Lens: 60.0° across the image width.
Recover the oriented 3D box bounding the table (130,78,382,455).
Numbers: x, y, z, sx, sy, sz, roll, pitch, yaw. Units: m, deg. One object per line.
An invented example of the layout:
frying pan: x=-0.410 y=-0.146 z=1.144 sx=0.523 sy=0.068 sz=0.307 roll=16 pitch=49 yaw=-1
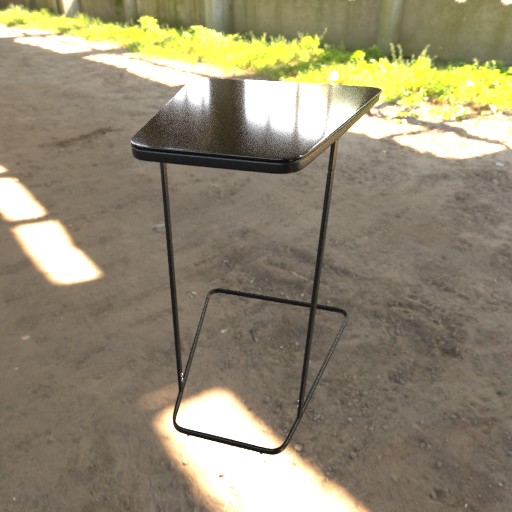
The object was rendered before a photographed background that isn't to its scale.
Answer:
table: x=0.000 y=0.000 z=0.958 sx=0.427 sy=0.624 sz=0.500 roll=8 pitch=33 yaw=13
